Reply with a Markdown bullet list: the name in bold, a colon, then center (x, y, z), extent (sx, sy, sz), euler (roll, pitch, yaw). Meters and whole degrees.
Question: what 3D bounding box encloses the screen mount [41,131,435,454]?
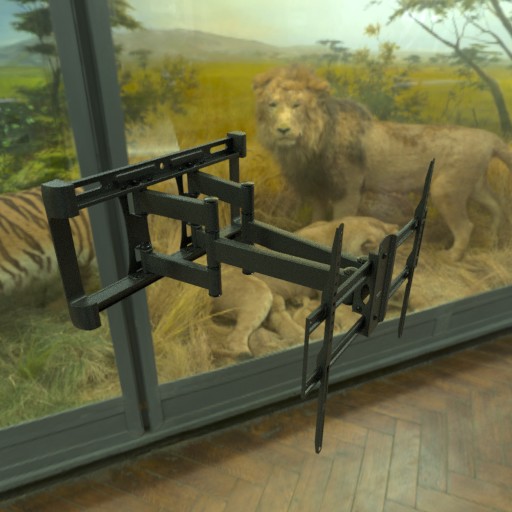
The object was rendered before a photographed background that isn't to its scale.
- **screen mount**: center (0.000, 0.000, 0.939), extent (0.556, 0.424, 0.571), euler (19, 33, 32)
